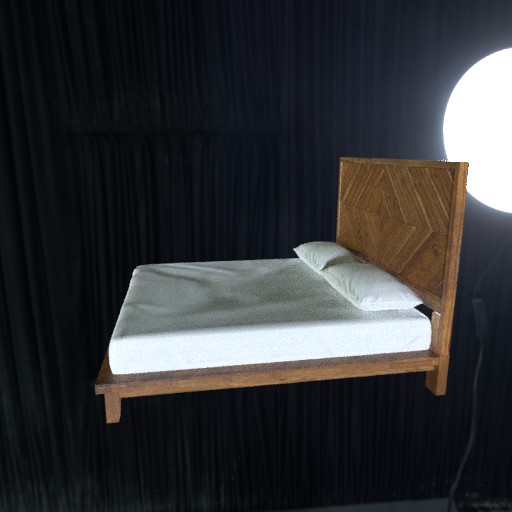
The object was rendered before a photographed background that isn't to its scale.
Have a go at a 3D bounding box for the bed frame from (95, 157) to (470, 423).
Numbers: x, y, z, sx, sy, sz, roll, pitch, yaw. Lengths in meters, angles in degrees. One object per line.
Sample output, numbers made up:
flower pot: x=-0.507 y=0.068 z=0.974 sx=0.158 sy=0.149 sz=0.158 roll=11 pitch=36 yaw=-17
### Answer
bed frame: x=0.000 y=0.000 z=3.603 sx=2.235 sy=1.537 sz=2.038 roll=-2 pitch=13 yaw=-10
